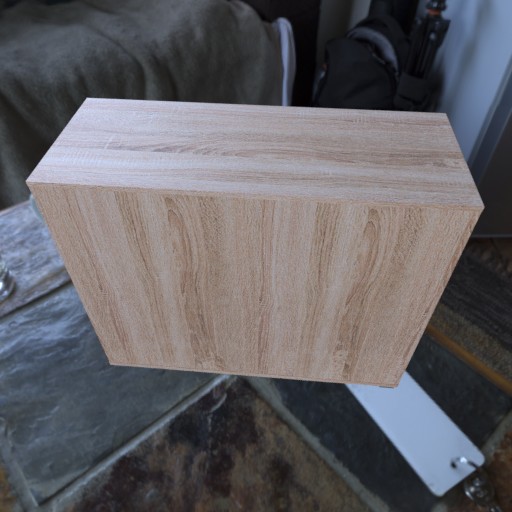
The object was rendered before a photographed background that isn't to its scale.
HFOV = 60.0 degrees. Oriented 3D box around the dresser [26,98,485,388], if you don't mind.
[{"bbox_3d":[0.000,0.000,1.537,1.100,0.900,0.450,4,46,3],"label":"dresser"}]
